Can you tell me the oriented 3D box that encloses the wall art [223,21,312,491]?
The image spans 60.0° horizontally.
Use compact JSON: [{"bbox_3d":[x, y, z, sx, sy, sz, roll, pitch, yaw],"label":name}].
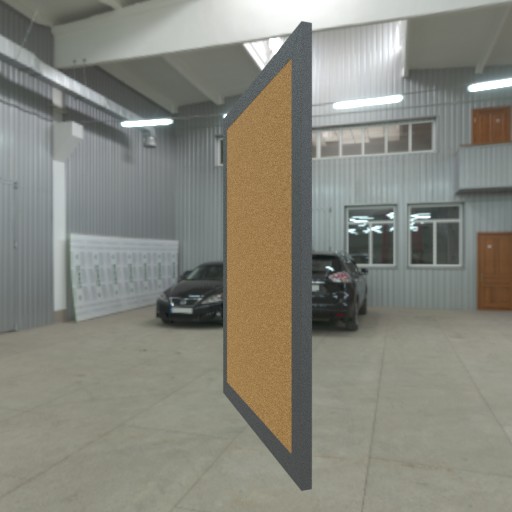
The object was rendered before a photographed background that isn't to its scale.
[{"bbox_3d":[0.000,0.000,0.685,0.013,0.534,0.380,0,0,-18],"label":"wall art"}]
